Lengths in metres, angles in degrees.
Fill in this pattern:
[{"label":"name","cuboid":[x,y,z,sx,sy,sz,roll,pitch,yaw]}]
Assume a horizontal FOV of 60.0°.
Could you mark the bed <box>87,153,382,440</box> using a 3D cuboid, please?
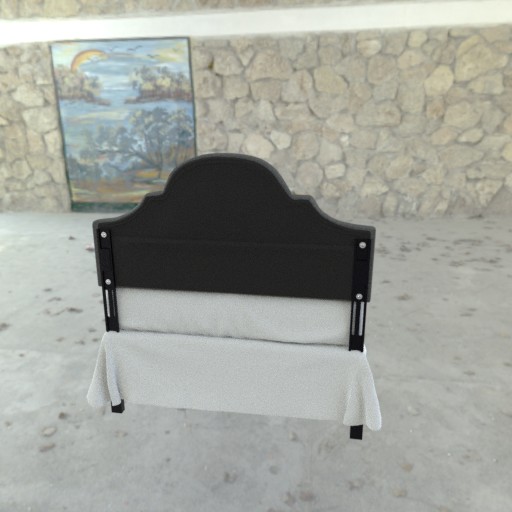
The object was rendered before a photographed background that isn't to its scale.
[{"label":"bed","cuboid":[0.000,0.000,3.435,1.780,1.634,2.222,3,16,9]}]
